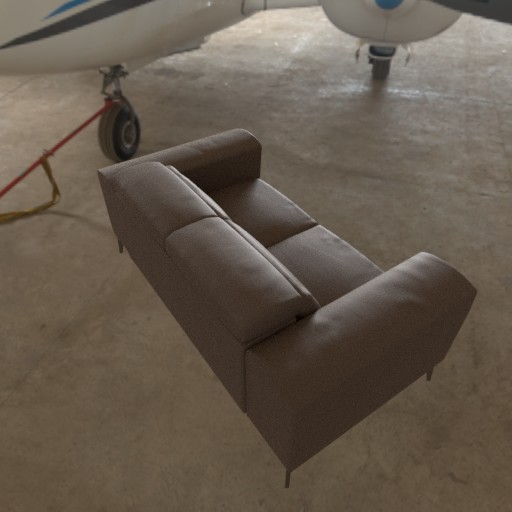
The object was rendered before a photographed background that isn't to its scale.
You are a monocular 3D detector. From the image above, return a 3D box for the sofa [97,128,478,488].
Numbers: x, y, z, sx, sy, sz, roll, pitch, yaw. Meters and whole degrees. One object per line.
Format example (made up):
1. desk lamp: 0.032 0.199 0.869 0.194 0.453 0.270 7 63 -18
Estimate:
1. sofa: 0.000 0.000 2.370 1.003 0.779 1.895 -24 47 -25
